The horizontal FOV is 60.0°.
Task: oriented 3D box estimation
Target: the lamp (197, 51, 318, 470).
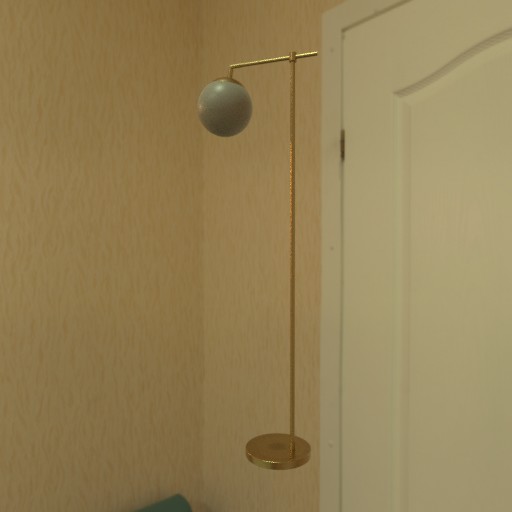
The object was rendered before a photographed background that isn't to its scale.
[{"bbox_3d":[0.000,0.000,1.705,0.476,1.505,0.249,0,1,20],"label":"lamp"}]
